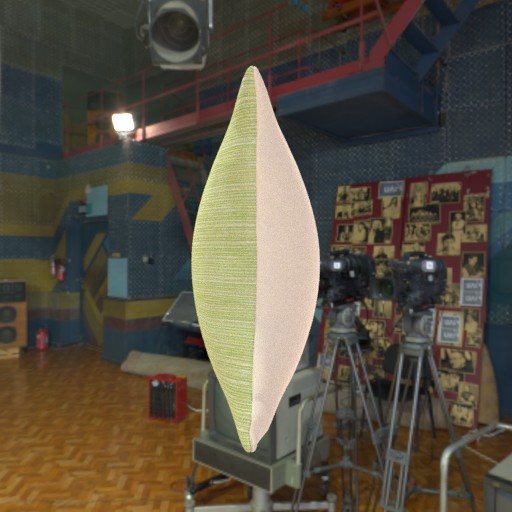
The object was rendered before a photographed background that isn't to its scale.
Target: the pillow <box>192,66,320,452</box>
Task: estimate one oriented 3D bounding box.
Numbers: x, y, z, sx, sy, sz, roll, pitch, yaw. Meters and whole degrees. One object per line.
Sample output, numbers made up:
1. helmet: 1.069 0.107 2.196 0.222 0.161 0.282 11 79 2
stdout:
1. pillow: 0.000 0.000 0.817 0.229 0.487 0.560 0 0 1
